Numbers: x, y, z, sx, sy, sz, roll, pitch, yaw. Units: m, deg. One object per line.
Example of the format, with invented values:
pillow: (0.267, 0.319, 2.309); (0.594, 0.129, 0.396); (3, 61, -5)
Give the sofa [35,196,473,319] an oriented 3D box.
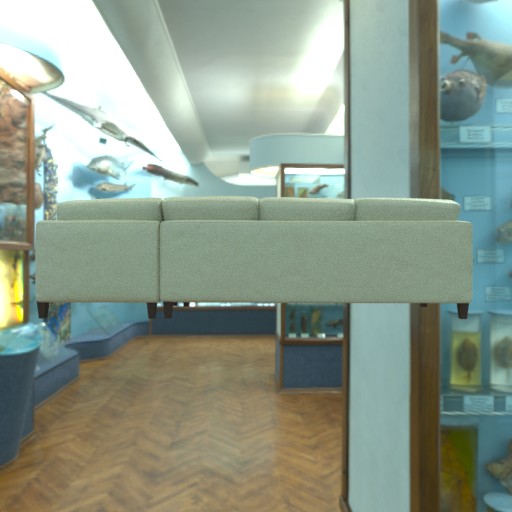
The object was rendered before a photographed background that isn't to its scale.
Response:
sofa: (0.000, 0.000, 4.547); (3.302, 0.947, 2.593); (0, 0, 1)
